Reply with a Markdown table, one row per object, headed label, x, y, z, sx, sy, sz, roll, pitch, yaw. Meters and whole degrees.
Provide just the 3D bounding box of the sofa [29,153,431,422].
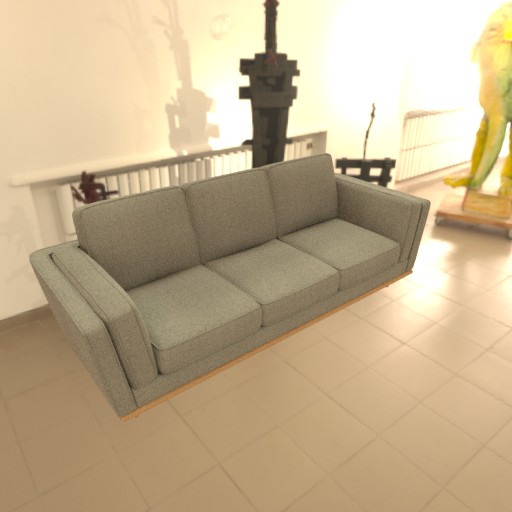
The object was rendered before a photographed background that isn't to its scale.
| label | x | y | z | sx | sy | sz | roll | pitch | yaw |
| --- | --- | --- | --- | --- | --- | --- | --- | --- | --- |
| sofa | 0.000 | 0.000 | 2.742 | 2.362 | 0.899 | 0.903 | -20 | 33 | -33 |
